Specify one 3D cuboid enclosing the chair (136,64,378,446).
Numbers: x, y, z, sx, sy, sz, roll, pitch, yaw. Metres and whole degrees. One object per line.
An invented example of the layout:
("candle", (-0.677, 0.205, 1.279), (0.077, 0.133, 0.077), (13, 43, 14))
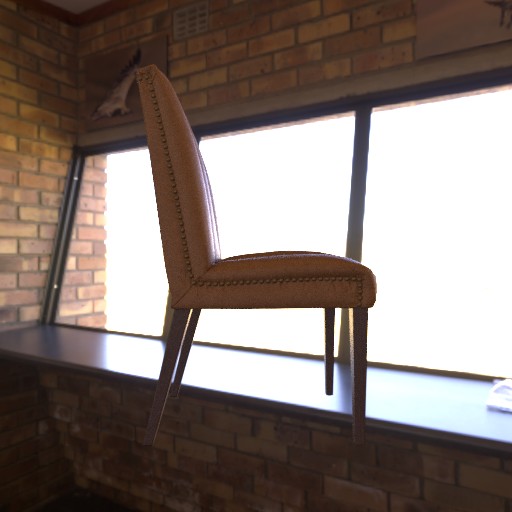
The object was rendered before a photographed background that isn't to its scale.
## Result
("chair", (0.000, 0.000, 1.403), (0.647, 1.016, 0.511), (0, 0, -1))
